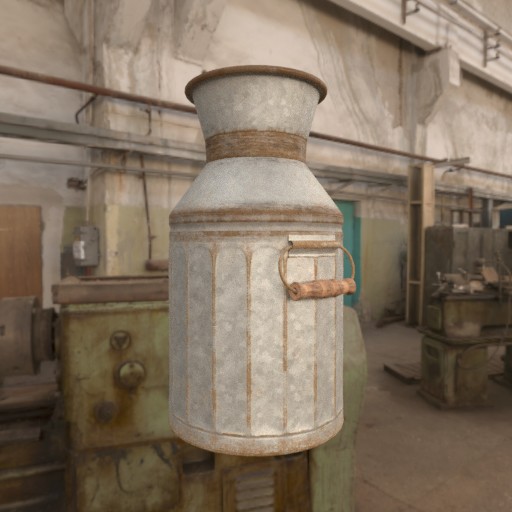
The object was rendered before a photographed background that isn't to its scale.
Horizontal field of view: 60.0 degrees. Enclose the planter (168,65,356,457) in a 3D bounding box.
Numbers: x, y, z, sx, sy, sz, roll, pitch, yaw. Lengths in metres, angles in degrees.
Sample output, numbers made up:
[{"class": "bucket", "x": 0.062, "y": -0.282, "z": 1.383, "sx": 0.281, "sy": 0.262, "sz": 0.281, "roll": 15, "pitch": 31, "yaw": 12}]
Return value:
[{"class": "planter", "x": 0.000, "y": 0.000, "z": 0.542, "sx": 0.214, "sy": 0.396, "sz": 0.245, "roll": -2, "pitch": 3, "yaw": -36}]
